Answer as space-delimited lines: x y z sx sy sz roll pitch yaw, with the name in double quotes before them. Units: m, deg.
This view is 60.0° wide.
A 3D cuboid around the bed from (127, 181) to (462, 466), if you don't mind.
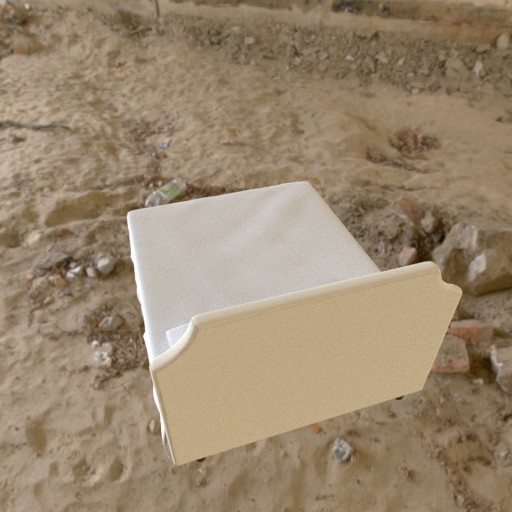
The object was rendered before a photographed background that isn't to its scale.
"bed" 0.000 0.000 4.193 2.350 1.590 2.773 -12 41 -14
